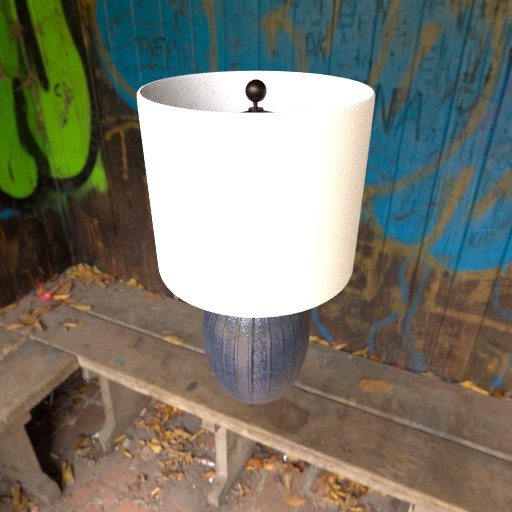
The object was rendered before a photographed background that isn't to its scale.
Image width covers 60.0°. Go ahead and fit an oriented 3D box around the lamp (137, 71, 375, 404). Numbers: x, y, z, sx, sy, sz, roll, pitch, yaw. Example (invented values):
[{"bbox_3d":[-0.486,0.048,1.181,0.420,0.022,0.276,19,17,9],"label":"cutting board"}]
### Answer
[{"bbox_3d":[0.000,0.000,0.762,0.329,0.570,0.329,-1,30,-2],"label":"lamp"}]
